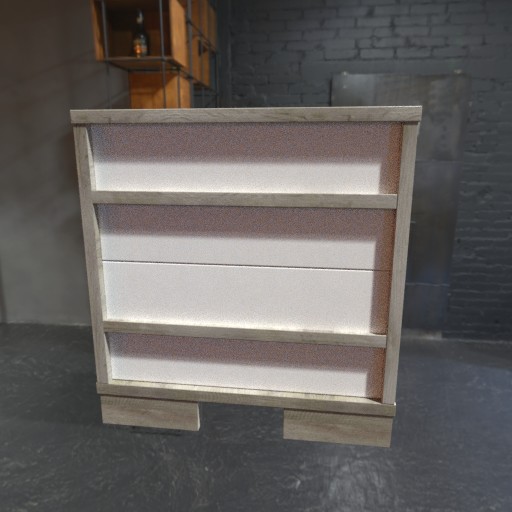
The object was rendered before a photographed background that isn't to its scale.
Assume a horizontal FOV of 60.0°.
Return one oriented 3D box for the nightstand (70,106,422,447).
[{"bbox_3d":[0.000,0.000,0.749,0.427,0.448,0.347,2,14,8],"label":"nightstand"}]
